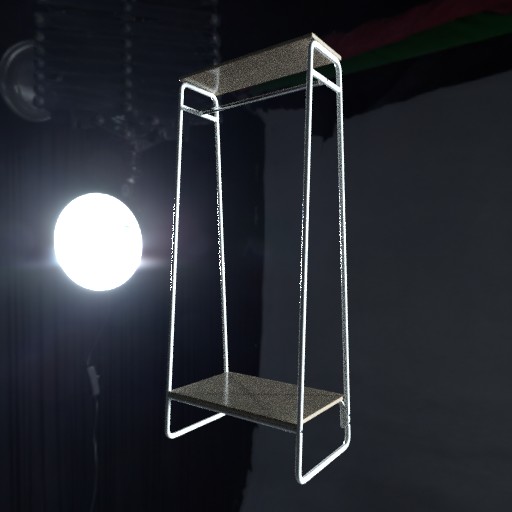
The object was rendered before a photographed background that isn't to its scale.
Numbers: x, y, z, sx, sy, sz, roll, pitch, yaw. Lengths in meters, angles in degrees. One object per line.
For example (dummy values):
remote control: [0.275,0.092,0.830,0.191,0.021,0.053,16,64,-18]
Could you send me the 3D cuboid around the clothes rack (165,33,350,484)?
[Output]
clothes rack: [0.000,0.000,1.779,0.640,1.512,0.400,0,0,36]
